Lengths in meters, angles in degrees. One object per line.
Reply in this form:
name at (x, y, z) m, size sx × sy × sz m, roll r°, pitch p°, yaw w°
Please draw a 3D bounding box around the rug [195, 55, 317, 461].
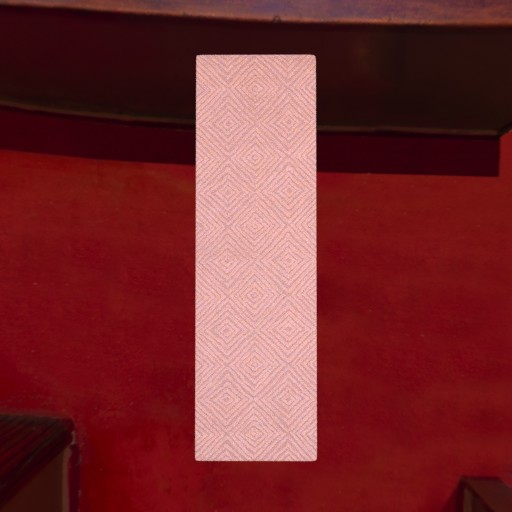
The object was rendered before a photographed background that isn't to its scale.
rug at (0.000, 0.000, 2.489) m, size 0.676 × 0.008 × 2.277 m, roll 0°, pitch 89°, yaw 0°
